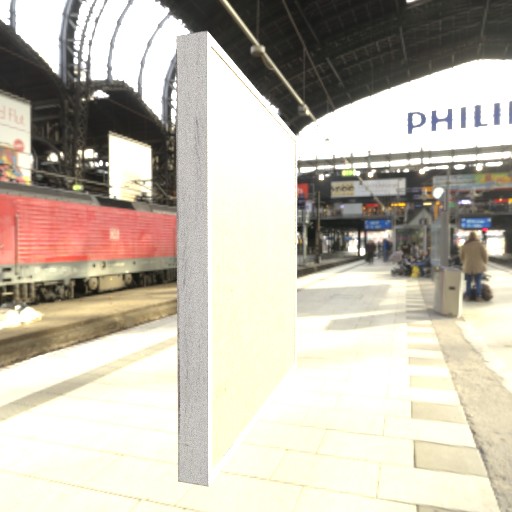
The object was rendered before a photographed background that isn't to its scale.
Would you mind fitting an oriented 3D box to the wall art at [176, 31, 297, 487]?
[{"bbox_3d":[0.000,0.000,0.742,0.038,0.508,0.508,0,2,16],"label":"wall art"}]
